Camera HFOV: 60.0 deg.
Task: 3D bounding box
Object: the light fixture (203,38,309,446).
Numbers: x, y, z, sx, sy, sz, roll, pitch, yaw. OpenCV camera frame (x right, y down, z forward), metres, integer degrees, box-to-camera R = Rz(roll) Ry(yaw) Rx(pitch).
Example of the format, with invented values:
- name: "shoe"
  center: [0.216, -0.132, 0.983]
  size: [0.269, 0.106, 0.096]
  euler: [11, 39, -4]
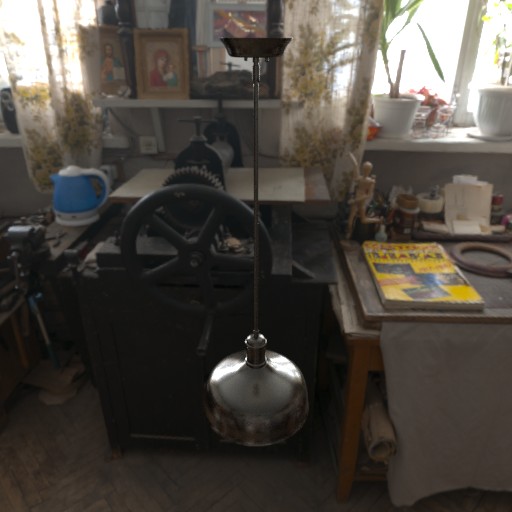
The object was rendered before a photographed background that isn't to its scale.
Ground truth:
- name: "light fixture"
  center: [0.000, 0.000, 1.059]
  size: [0.299, 0.935, 0.299]
  euler: [-19, 32, -33]
